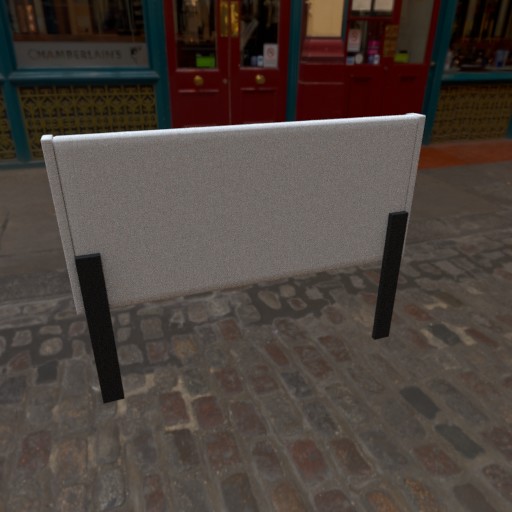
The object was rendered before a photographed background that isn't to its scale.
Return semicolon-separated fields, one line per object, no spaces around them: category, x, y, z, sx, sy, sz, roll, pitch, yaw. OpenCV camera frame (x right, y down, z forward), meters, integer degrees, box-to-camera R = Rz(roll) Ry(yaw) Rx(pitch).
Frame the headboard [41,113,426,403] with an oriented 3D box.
headboard;0.000;0.000;2.635;2.051;1.524;0.184;-9;27;-17
